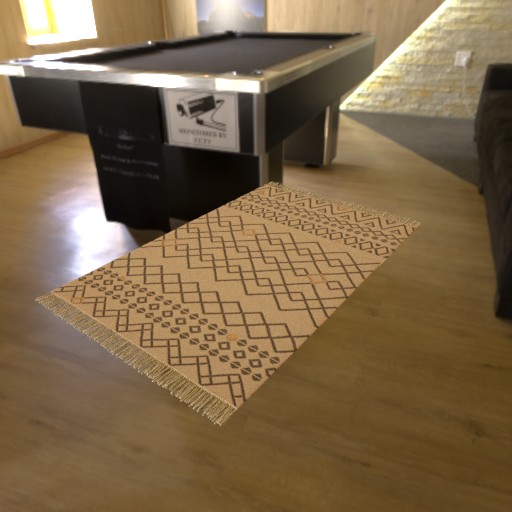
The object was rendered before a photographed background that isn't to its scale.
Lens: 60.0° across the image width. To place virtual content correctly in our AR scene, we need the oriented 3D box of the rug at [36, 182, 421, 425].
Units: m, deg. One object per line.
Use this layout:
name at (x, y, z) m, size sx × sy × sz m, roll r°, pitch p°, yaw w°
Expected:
rug at (0.000, 0.000, 2.553) m, size 1.224 × 0.028 × 2.023 m, roll 21°, pitch 37°, yaw 32°
